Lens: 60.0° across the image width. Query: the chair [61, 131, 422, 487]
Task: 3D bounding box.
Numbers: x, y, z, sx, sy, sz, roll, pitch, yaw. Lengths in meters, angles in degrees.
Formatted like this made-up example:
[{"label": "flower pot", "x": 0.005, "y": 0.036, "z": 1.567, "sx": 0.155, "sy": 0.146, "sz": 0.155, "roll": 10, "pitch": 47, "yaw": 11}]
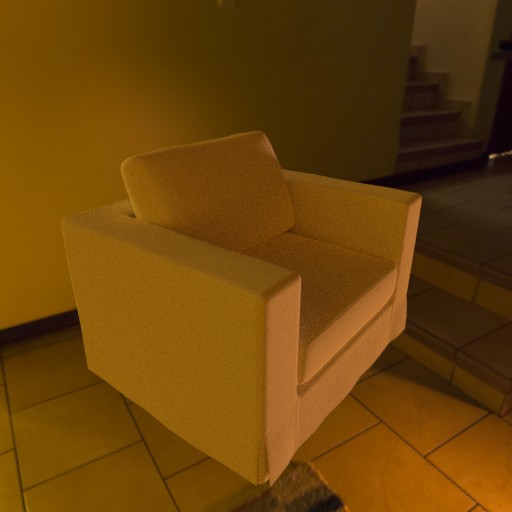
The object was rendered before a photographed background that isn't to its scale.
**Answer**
[{"label": "chair", "x": 0.000, "y": 0.000, "z": 1.811, "sx": 0.957, "sy": 0.878, "sz": 1.150, "roll": 18, "pitch": 30, "yaw": 34}]
